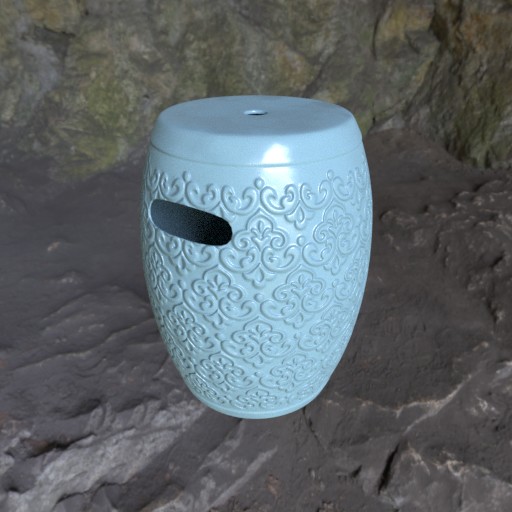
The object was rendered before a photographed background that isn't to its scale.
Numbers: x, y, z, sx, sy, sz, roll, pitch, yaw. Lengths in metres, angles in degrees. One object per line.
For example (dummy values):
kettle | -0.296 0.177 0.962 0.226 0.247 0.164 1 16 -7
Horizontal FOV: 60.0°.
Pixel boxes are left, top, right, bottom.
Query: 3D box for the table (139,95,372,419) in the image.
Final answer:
table | 0.000 0.000 0.625 0.309 0.397 0.309 0 30 0
